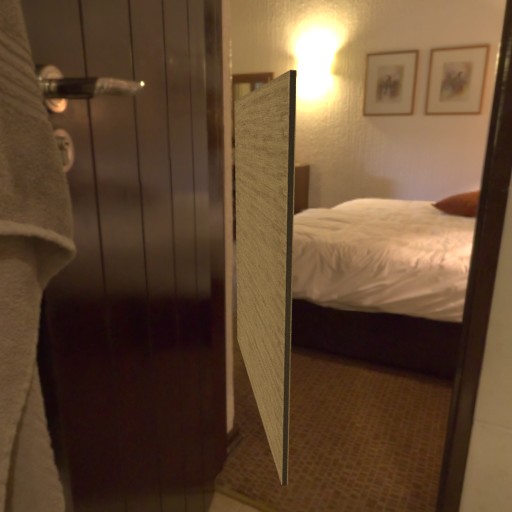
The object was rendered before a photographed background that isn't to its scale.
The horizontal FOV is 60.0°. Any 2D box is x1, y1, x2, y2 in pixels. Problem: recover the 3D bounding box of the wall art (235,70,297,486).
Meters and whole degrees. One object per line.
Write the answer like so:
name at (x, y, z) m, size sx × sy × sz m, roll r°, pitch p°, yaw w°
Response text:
wall art at (0.000, 0.000, 0.795) m, size 0.009 × 0.559 × 0.483 m, roll -3°, pitch 16°, yaw -10°
